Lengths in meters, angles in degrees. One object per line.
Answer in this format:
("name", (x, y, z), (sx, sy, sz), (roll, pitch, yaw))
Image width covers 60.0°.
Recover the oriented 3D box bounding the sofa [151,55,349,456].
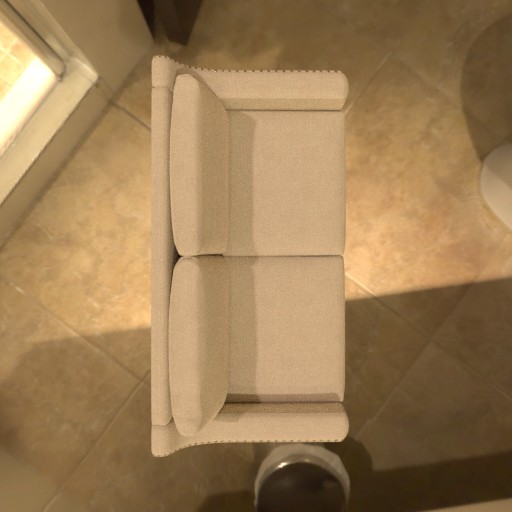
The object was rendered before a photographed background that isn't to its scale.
("sofa", (0.000, 0.000, 2.656), (1.104, 0.983, 2.107), (0, 90, -1))
